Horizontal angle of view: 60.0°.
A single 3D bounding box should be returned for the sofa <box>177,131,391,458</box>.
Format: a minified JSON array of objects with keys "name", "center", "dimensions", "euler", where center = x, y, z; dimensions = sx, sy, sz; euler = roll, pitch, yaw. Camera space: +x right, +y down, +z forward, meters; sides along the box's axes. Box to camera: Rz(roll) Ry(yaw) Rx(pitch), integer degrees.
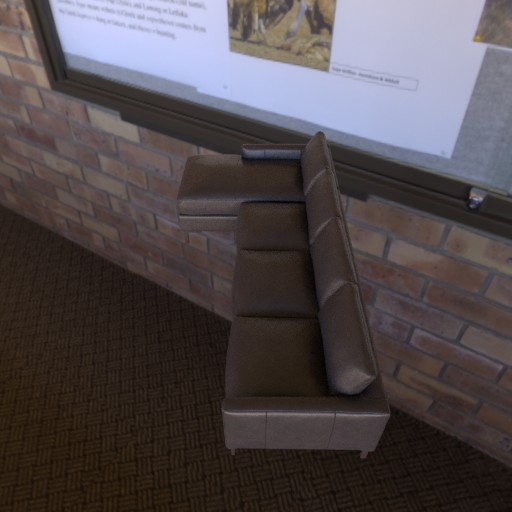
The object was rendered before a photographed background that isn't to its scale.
[{"name":"sofa","center":[0.000,0.000,3.588],"dimensions":[1.471,0.859,2.993],"euler":[0,42,1]}]
